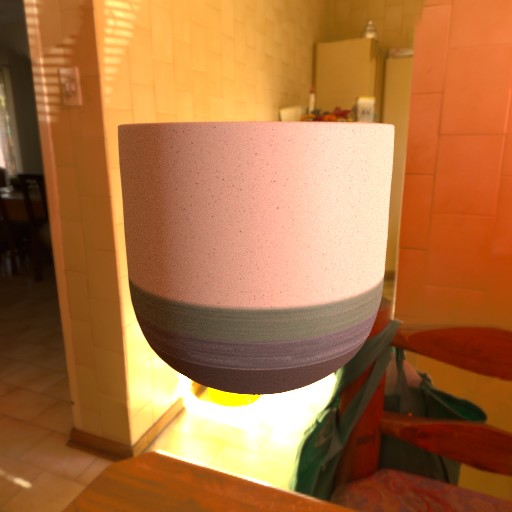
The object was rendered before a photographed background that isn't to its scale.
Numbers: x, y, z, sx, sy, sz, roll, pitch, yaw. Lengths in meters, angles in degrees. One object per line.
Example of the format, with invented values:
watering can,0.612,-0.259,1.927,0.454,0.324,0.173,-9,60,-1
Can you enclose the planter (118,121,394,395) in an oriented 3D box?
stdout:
planter,0.000,0.000,0.479,0.268,0.270,0.268,0,15,0
